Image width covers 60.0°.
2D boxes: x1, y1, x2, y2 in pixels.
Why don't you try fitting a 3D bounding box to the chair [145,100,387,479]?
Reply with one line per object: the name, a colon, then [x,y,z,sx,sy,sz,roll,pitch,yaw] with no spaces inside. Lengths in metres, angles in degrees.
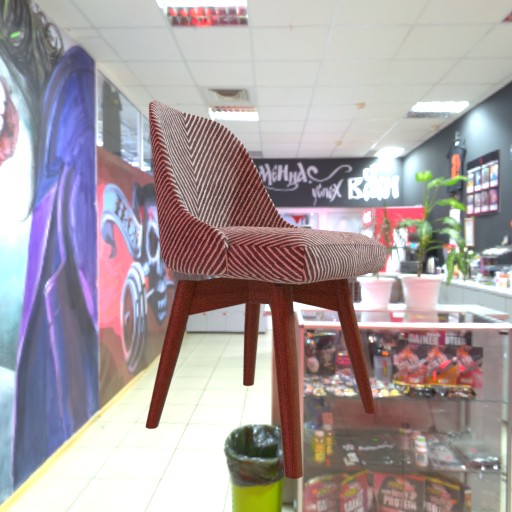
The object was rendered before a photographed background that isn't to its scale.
chair: [0.000,0.000,1.208,0.591,0.883,0.504,1,2,35]
